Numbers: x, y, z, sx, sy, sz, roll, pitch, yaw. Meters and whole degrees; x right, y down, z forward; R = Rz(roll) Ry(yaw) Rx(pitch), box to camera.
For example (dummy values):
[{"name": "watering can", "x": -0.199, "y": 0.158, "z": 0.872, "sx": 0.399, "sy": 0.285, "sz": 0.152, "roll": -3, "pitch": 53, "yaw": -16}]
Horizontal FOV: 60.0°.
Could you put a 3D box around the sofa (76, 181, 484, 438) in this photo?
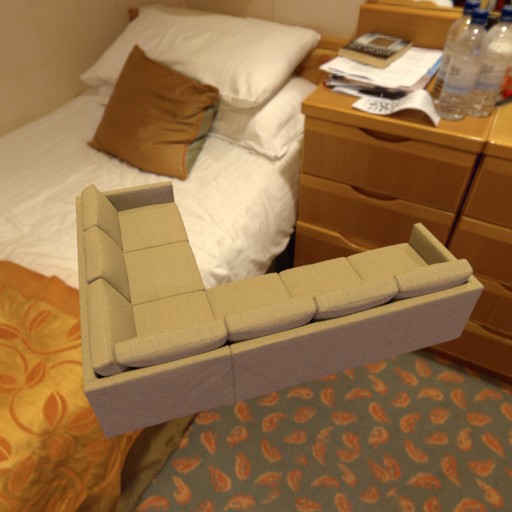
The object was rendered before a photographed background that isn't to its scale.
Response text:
[{"name": "sofa", "x": 0.000, "y": 0.000, "z": 4.294, "sx": 3.182, "sy": 0.871, "sz": 2.432, "roll": -12, "pitch": 43, "yaw": -13}]
